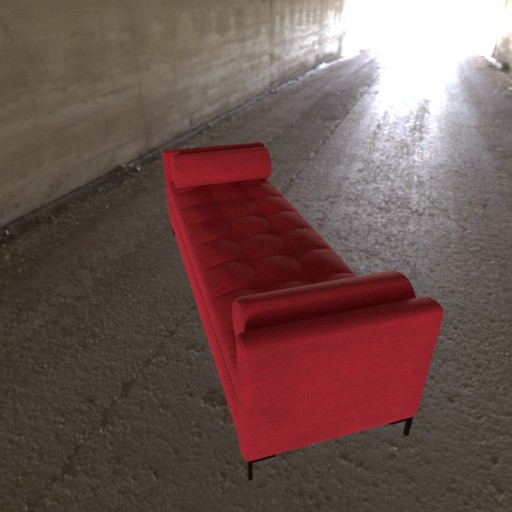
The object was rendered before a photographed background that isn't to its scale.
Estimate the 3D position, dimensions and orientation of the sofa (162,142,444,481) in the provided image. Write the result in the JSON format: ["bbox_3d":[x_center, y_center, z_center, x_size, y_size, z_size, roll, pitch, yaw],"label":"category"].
[{"bbox_3d":[0.000,0.000,2.305,0.686,0.635,1.981,-9,32,-14],"label":"sofa"}]
